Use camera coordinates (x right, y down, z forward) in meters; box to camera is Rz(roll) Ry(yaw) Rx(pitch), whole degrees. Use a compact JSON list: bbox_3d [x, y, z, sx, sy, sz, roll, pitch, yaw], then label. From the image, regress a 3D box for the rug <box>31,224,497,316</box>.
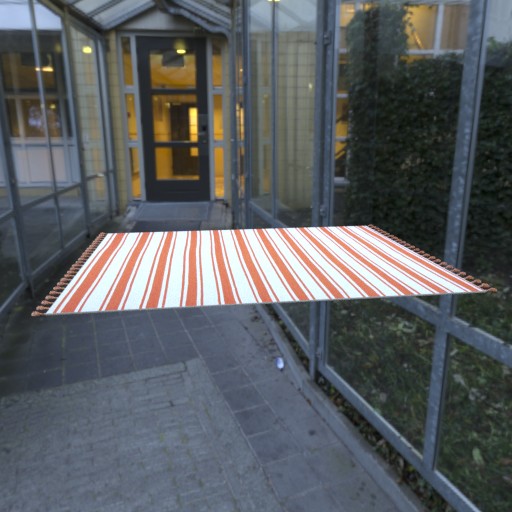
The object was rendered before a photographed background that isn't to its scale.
[{"bbox_3d":[0.000,0.000,4.304,3.369,0.035,2.451,-2,16,-8],"label":"rug"}]
